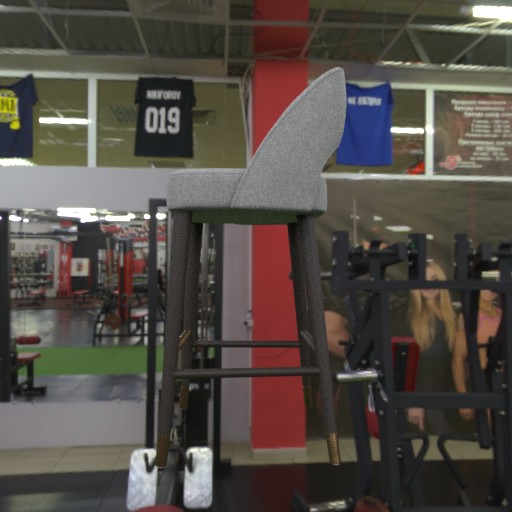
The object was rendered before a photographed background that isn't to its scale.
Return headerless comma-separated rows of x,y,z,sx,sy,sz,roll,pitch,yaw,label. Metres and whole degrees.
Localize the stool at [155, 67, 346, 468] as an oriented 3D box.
0.000,0.000,1.314,0.509,1.037,0.494,0,0,-2,stool
